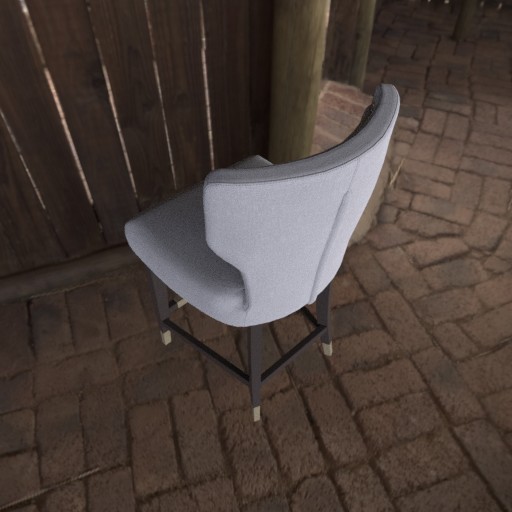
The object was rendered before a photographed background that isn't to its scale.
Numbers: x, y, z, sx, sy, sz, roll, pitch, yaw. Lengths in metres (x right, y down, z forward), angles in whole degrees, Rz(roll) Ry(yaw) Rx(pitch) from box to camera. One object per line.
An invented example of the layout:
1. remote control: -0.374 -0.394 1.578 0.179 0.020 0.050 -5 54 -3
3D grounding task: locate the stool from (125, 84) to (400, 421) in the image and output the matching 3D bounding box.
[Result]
1. stool: 0.000 0.000 1.286 0.527 0.982 0.563 -33 55 -28
